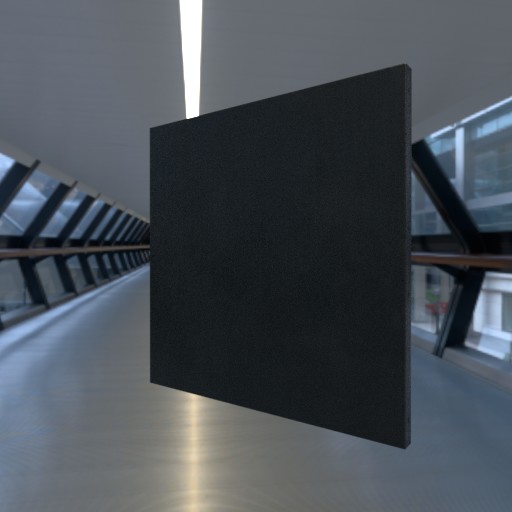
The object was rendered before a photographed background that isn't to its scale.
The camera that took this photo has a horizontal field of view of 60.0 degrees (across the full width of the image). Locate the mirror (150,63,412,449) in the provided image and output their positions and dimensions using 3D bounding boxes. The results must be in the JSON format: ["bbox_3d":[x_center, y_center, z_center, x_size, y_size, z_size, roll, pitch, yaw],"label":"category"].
[{"bbox_3d":[0.000,0.000,0.557,0.382,0.381,0.020,0,0,37],"label":"mirror"}]
